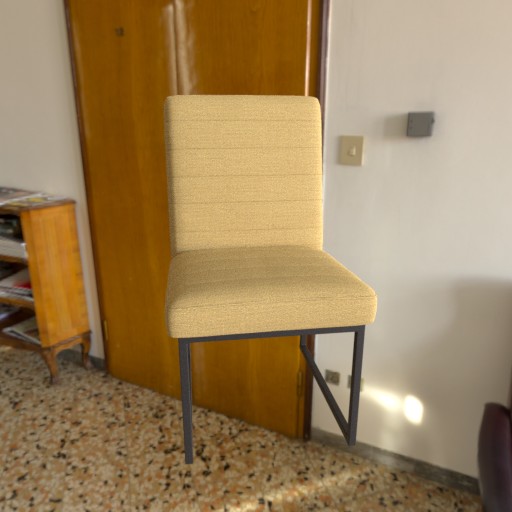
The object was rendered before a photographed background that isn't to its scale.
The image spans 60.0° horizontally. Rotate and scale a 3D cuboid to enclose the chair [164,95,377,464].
[{"bbox_3d":[0.000,0.000,1.328,0.520,0.930,0.634,-3,18,-8],"label":"chair"}]
